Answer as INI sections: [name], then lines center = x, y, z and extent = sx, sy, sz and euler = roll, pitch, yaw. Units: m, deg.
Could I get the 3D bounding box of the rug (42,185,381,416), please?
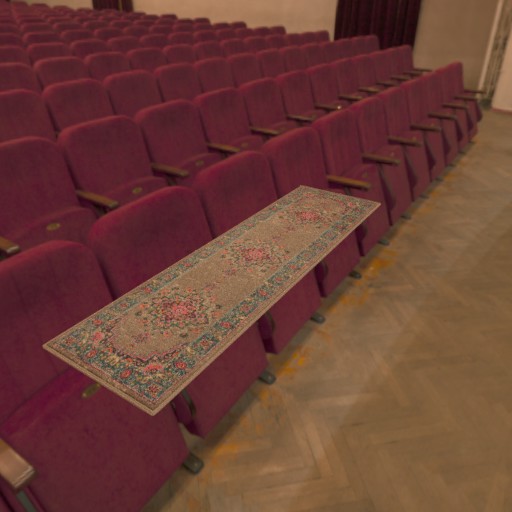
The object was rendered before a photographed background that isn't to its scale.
[rug]
center = 0.000, 0.000, 2.552
extent = 0.659, 0.019, 2.297
euler = 18, 34, 29
